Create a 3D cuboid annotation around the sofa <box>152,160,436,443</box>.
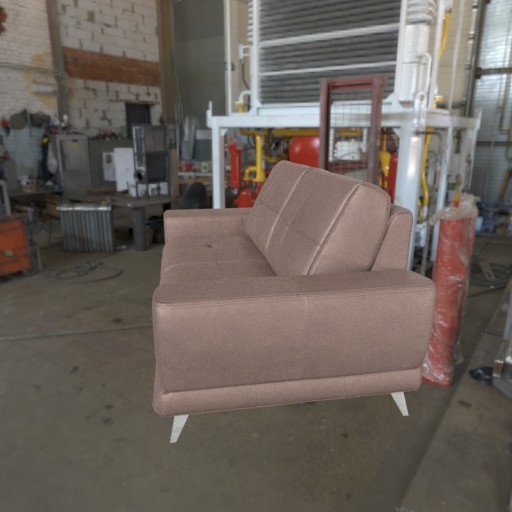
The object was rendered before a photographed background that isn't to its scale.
[{"bbox_3d":[0.000,0.000,2.330,1.018,0.907,1.806,-3,16,-10],"label":"sofa"}]
